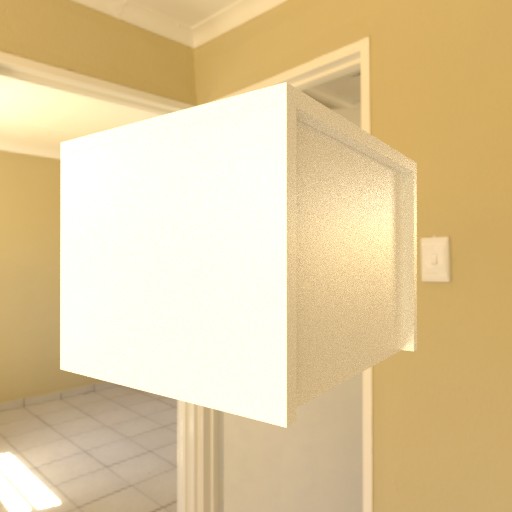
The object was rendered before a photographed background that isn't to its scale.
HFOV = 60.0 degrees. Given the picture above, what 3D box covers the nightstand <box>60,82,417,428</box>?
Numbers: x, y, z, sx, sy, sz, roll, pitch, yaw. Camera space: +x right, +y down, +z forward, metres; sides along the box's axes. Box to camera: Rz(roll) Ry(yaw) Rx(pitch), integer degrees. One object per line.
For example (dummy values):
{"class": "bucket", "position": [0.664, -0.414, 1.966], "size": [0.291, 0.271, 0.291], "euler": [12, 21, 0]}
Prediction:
{"class": "nightstand", "position": [0.000, 0.000, 0.759], "size": [0.408, 0.351, 0.470], "euler": [0, 0, 35]}
